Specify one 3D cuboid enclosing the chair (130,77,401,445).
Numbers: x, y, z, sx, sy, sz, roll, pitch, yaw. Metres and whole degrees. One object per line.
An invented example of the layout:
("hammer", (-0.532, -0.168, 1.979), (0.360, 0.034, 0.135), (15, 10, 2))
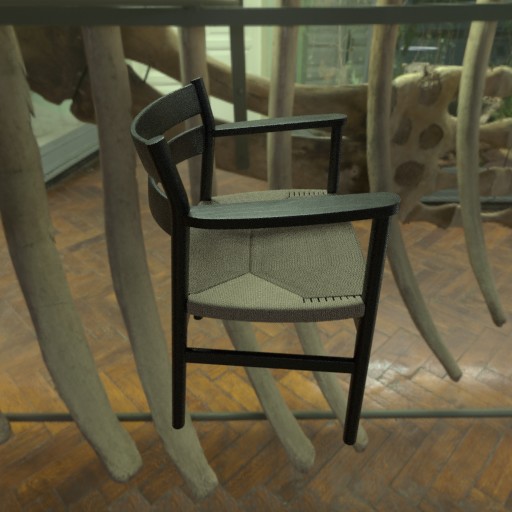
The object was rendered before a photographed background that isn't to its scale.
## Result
("chair", (0.000, 0.000, 1.139), (0.508, 0.775, 0.630), (0, 32, 0))
